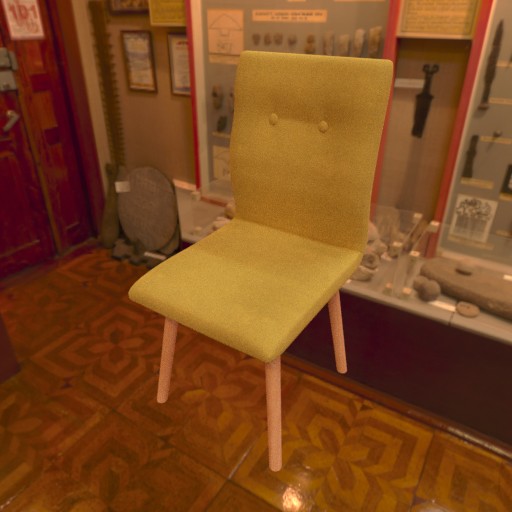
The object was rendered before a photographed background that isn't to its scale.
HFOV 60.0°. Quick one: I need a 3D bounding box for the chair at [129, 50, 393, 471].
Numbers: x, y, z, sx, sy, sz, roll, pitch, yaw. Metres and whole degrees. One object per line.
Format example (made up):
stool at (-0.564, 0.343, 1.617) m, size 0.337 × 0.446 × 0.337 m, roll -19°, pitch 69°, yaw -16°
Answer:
chair at (0.000, 0.000, 1.212) m, size 0.450 × 0.965 × 0.550 m, roll 18°, pitch 35°, yaw 29°
